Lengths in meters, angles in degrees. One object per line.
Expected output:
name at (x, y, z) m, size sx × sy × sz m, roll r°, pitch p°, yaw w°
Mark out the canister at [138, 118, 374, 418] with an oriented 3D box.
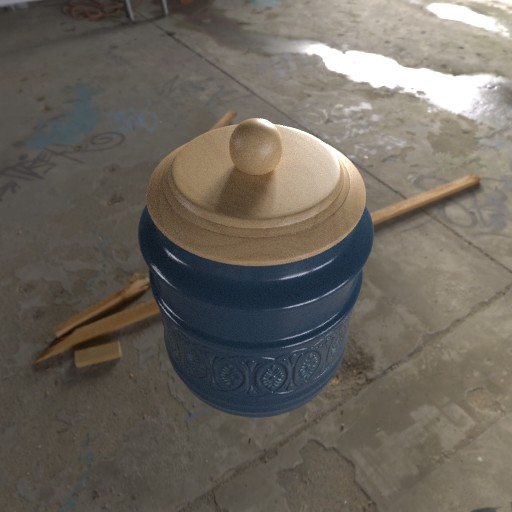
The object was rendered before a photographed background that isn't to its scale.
canister at (0.000, 0.000, 0.268) m, size 0.130 × 0.176 × 0.130 m, roll 0°, pitch 46°, yaw 0°
